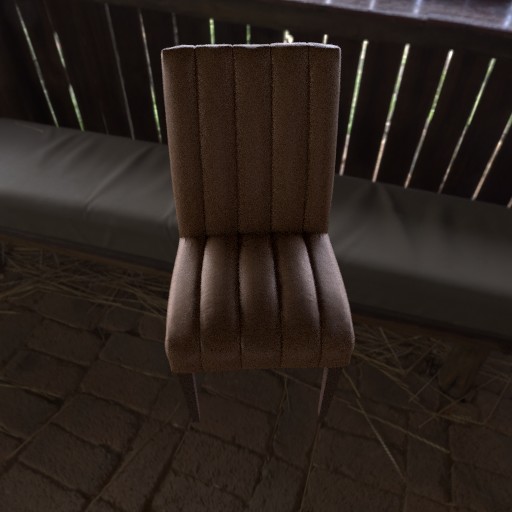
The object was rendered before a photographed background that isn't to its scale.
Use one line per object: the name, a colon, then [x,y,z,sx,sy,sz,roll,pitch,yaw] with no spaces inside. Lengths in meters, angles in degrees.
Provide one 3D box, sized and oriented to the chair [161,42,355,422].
chair: [0.000,0.000,1.340,0.511,1.016,0.647,-2,46,-2]
